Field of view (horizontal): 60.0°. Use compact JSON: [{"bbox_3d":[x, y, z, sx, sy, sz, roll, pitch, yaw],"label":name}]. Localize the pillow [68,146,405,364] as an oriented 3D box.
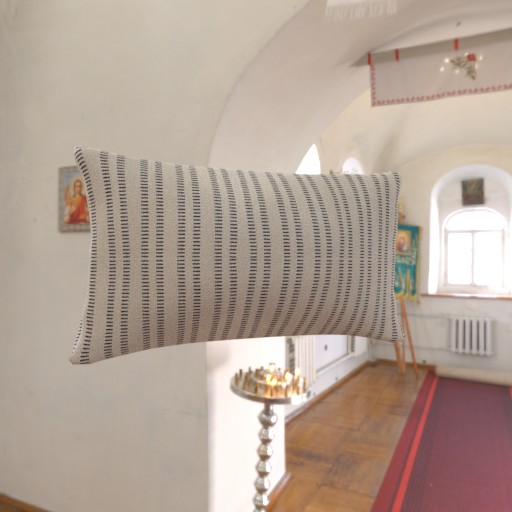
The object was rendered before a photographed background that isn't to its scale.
[{"bbox_3d":[0.000,0.000,0.822,0.640,0.353,0.210,0,0,-20],"label":"pillow"}]
